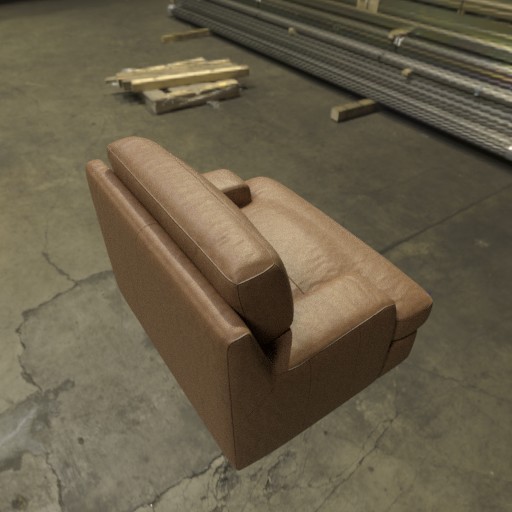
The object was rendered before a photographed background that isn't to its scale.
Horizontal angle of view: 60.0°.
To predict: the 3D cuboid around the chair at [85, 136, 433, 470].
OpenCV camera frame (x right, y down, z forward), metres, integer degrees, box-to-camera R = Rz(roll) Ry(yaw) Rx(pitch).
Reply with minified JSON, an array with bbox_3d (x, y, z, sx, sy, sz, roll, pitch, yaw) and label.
[{"bbox_3d":[0.000,0.000,1.998,1.050,0.978,1.276,-24,47,-25],"label":"chair"}]
